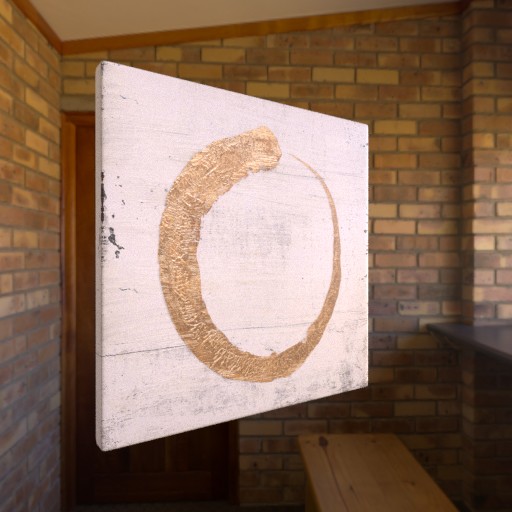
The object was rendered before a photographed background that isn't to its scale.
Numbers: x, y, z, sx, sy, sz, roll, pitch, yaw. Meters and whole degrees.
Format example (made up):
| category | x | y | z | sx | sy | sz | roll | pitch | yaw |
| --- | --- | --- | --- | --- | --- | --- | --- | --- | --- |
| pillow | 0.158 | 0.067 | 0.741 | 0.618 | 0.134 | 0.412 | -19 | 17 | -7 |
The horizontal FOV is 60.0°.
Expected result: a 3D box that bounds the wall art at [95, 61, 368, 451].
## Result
| category | x | y | z | sx | sy | sz | roll | pitch | yaw |
| --- | --- | --- | --- | --- | --- | --- | --- | --- | --- |
| wall art | 0.000 | 0.000 | 0.877 | 0.610 | 0.611 | 0.040 | 0 | 0 | -35 |
